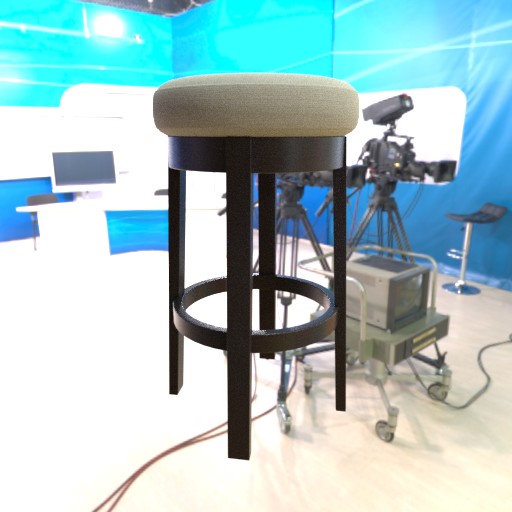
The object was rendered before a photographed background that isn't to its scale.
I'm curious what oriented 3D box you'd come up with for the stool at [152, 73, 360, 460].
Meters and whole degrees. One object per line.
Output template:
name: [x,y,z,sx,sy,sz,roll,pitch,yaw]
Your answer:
stool: [0.000,0.000,1.023,0.446,0.758,0.446,0,16,0]
